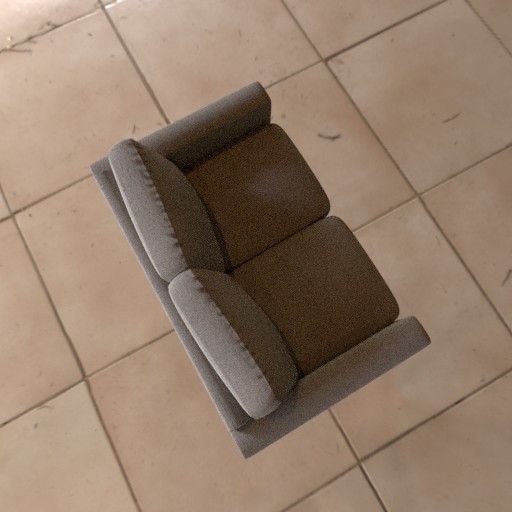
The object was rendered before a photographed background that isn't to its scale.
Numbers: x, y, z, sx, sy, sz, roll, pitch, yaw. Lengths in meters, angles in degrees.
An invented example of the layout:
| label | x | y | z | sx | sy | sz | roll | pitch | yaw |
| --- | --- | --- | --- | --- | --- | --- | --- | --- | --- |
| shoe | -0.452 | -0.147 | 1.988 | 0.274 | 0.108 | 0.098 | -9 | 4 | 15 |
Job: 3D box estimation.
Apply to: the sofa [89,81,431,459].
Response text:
| label | x | y | z | sx | sy | sz | roll | pitch | yaw |
| --- | --- | --- | --- | --- | --- | --- | --- | --- | --- |
| sofa | 0.000 | 0.000 | 2.038 | 0.917 | 0.873 | 1.420 | -29 | 78 | -7 |
